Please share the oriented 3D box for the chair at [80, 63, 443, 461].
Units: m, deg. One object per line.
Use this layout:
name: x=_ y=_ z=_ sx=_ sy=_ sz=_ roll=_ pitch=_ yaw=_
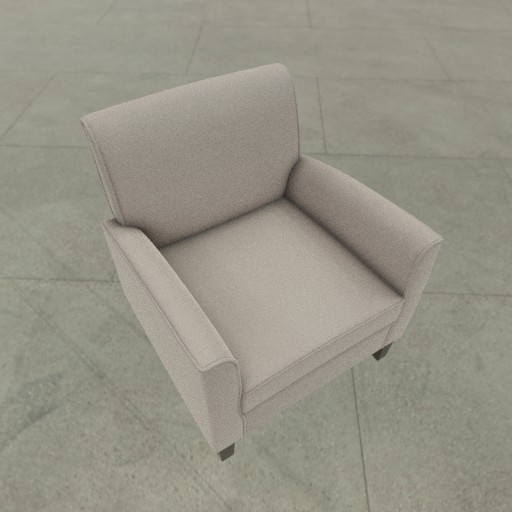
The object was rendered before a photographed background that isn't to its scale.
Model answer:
chair: x=0.000 y=0.000 z=1.515 sx=0.820 sy=0.915 sz=0.820 roll=-25 pitch=51 yaw=-22
